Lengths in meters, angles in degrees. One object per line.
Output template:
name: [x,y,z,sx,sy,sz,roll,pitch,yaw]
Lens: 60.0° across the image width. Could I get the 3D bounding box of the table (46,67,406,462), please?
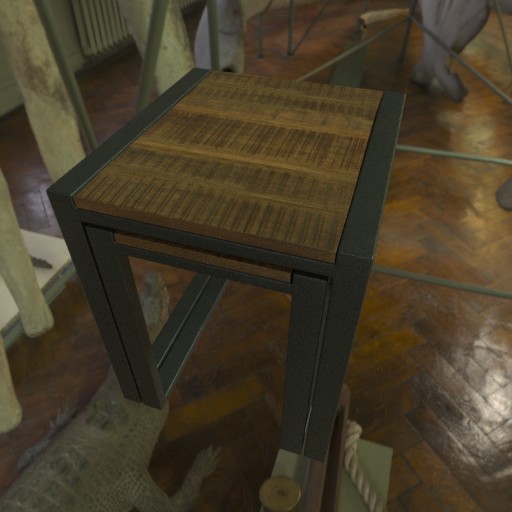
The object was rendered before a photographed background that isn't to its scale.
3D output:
table: [0.000,0.000,0.918,0.449,0.550,0.500,13,44,13]
